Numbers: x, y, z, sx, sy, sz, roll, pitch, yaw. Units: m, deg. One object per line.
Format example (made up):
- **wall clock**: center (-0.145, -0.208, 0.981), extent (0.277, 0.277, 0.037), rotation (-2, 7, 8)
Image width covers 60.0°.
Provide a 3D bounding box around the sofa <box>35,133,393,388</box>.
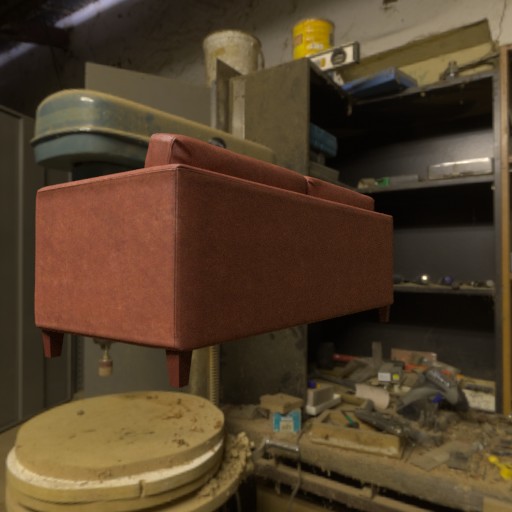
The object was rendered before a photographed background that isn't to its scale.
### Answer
- **sofa**: center (0.000, 0.000, 2.629), extent (0.950, 0.932, 2.204), rotation (-1, -1, 36)
